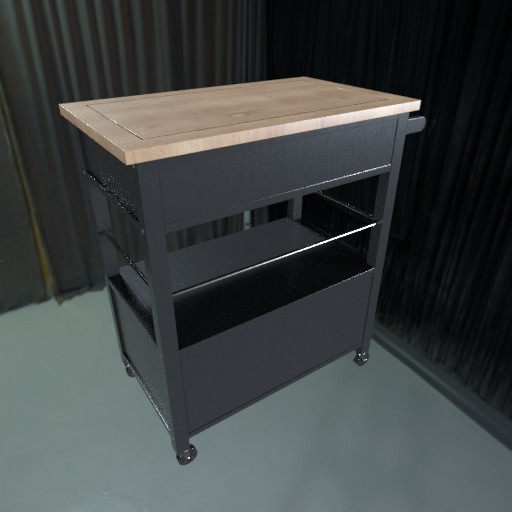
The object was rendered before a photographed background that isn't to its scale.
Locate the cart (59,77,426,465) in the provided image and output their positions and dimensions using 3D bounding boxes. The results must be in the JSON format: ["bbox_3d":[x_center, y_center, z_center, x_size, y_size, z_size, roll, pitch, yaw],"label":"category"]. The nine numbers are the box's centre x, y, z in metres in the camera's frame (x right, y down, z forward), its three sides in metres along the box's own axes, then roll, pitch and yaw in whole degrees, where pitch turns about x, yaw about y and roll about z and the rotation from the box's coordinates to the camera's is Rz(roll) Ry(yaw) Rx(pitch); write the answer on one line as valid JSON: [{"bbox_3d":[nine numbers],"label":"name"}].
[{"bbox_3d":[0.000,0.000,1.334,0.840,0.901,0.459,-19,35,-29],"label":"cart"}]
